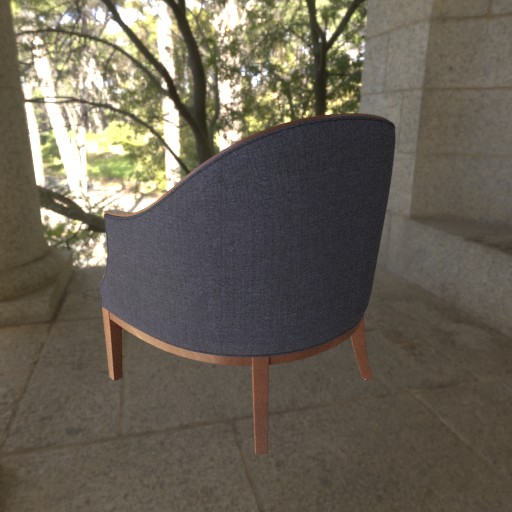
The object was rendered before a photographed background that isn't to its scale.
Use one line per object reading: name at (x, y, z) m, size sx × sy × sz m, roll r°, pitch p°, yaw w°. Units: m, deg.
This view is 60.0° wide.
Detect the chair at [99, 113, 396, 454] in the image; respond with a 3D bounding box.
chair at (0.000, 0.000, 1.446) m, size 0.803 × 0.876 × 0.735 m, roll -15°, pitch 22°, yaw -42°
